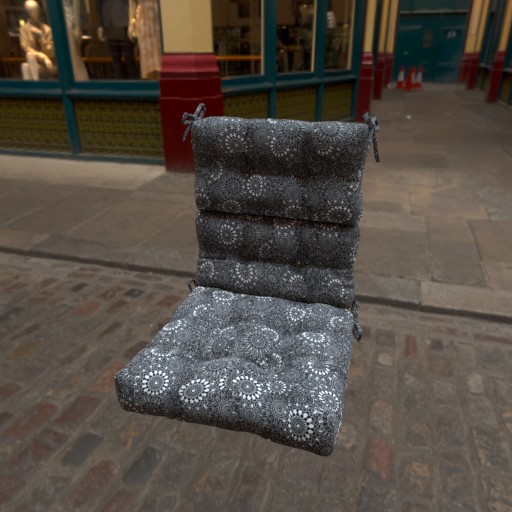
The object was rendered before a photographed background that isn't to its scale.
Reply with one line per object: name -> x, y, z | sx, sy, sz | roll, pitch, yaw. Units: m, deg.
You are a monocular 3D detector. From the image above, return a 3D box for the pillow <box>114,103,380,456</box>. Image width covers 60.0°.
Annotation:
pillow -> 0.000, 0.000, 1.028 | 0.519, 0.605, 0.571 | 7, 26, 15
